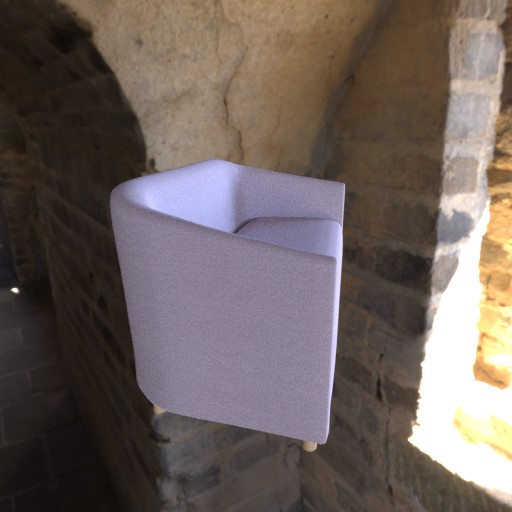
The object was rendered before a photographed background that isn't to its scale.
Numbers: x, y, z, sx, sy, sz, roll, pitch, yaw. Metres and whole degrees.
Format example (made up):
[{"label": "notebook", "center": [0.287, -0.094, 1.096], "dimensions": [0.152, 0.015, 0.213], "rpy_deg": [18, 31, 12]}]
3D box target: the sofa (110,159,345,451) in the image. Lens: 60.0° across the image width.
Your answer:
[{"label": "sofa", "center": [0.000, 0.000, 1.854], "dimensions": [0.705, 0.721, 1.452], "rpy_deg": [3, 17, 11]}]
